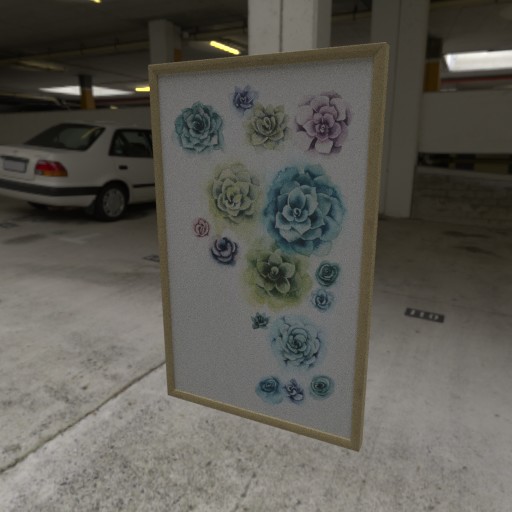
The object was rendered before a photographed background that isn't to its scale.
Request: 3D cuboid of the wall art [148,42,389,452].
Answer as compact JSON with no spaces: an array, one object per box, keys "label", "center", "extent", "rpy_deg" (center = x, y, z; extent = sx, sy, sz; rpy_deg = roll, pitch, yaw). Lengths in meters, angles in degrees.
[{"label":"wall art","center":[0.000,0.000,0.974],"extent":[0.510,0.810,0.039],"rpy_deg":[7,16,25]}]
